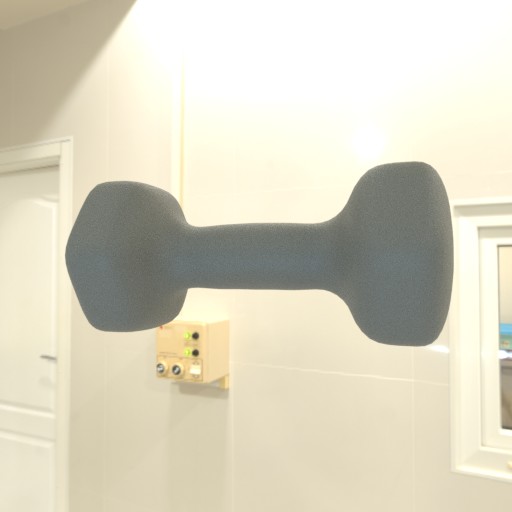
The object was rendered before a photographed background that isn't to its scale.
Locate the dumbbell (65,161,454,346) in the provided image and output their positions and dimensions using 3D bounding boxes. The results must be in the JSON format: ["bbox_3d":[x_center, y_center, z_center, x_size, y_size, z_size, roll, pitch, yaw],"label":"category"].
[{"bbox_3d":[0.000,0.000,0.228,0.184,0.081,0.090,-1,-2,18],"label":"dumbbell"}]
